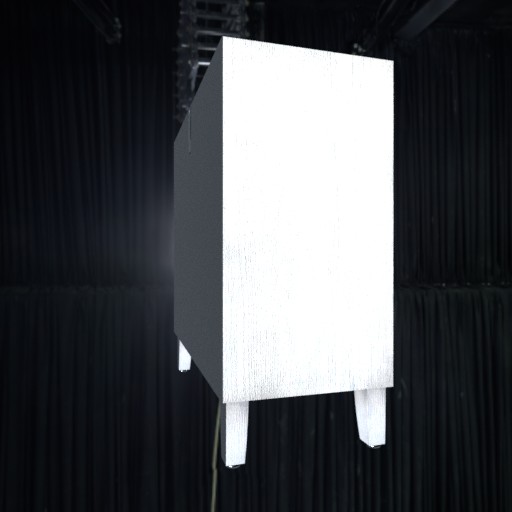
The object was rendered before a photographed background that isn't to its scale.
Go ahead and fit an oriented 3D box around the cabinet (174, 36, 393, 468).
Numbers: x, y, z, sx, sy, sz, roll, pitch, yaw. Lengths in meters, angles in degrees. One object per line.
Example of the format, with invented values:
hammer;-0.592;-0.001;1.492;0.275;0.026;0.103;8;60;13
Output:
cabinet;0.000;0.000;1.219;0.370;0.787;0.781;0;0;-17
